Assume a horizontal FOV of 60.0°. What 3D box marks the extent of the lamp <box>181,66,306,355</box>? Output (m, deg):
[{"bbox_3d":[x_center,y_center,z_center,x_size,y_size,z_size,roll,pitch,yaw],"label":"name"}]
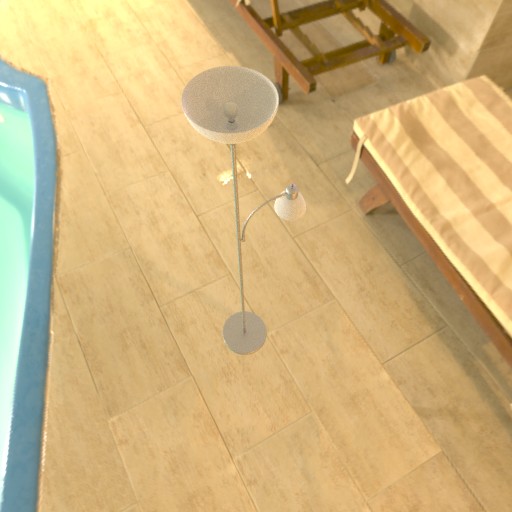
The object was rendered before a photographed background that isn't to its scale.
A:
[{"bbox_3d":[0.000,0.000,2.000,0.425,1.804,0.279,-20,62,-11],"label":"lamp"}]
